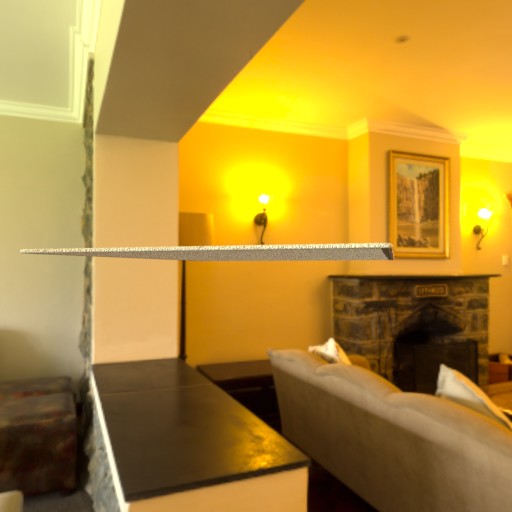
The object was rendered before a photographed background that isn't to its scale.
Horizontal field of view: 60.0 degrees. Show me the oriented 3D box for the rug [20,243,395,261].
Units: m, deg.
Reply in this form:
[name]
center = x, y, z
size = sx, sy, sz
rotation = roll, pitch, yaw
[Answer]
[rug]
center = 0.000, 0.000, 4.100
size = 2.438, 0.029, 3.047
rotation = -1, -2, 17
